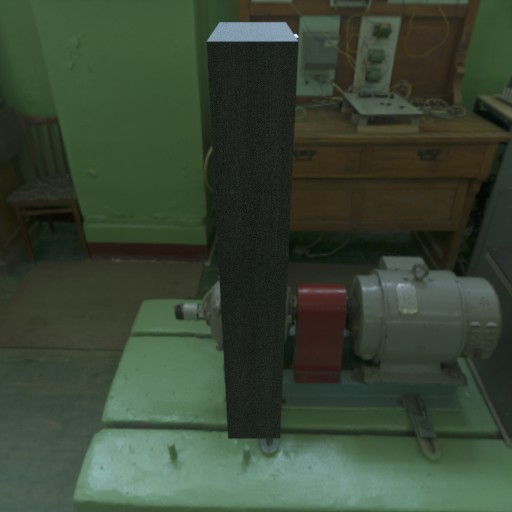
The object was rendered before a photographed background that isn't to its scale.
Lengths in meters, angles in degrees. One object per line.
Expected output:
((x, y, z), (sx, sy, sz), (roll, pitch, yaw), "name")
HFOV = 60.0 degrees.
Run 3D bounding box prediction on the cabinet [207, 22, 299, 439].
((0.000, 0.000, 1.788), (0.255, 1.630, 0.520), (0, 33, 0), "cabinet")
